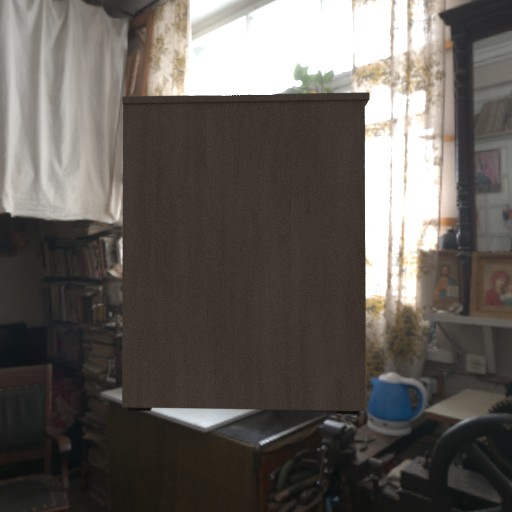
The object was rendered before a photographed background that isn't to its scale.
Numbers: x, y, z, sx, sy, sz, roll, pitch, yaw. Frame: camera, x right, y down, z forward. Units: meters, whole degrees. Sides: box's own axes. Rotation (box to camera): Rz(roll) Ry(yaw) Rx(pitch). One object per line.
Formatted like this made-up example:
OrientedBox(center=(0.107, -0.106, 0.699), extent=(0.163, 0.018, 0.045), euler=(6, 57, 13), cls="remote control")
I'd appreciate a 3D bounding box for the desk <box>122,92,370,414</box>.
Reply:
OrientedBox(center=(0.000, 0.000, 1.693), extent=(0.600, 0.770, 1.251), euler=(0, -1, 3), cls="desk")
